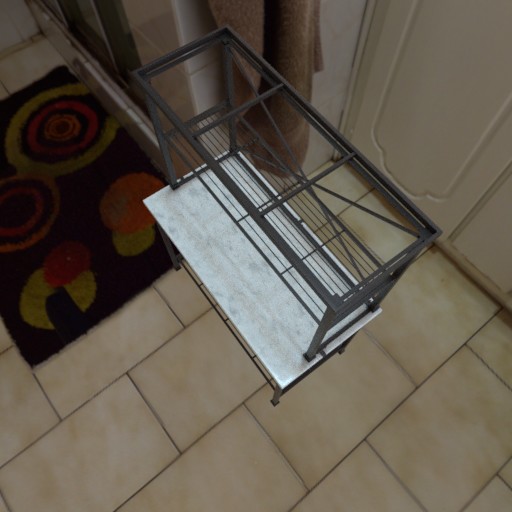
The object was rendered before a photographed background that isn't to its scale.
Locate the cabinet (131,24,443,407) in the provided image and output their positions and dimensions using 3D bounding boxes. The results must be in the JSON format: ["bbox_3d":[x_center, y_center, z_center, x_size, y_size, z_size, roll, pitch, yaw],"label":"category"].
[{"bbox_3d":[0.000,0.000,2.276,0.610,1.659,1.210,-34,69,-15],"label":"cabinet"}]
